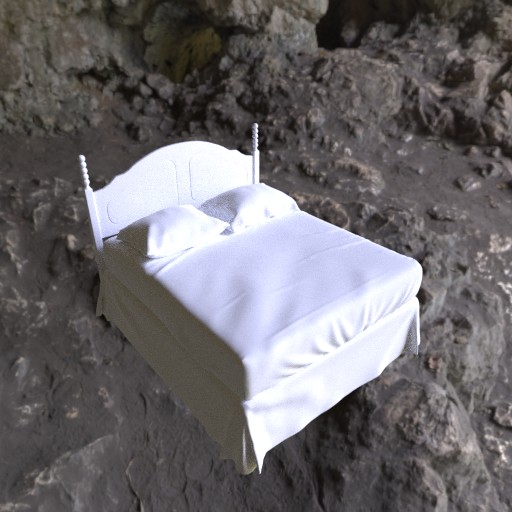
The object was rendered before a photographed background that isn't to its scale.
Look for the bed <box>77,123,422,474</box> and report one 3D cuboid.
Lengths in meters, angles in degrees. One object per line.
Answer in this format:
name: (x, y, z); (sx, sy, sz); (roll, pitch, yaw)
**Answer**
bed: (0.000, 0.000, 3.253); (1.873, 1.356, 2.040); (-22, 36, -34)
